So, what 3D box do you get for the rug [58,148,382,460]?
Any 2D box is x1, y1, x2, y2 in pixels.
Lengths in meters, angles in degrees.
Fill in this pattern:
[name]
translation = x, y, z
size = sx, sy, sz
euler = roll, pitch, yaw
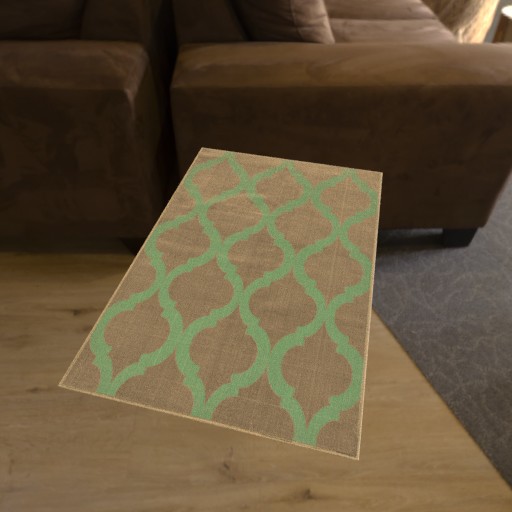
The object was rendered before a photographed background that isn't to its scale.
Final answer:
[rug]
translation = 0.000, 0.000, 2.911
size = 1.524, 0.006, 2.286
euler = 10, 47, 10
